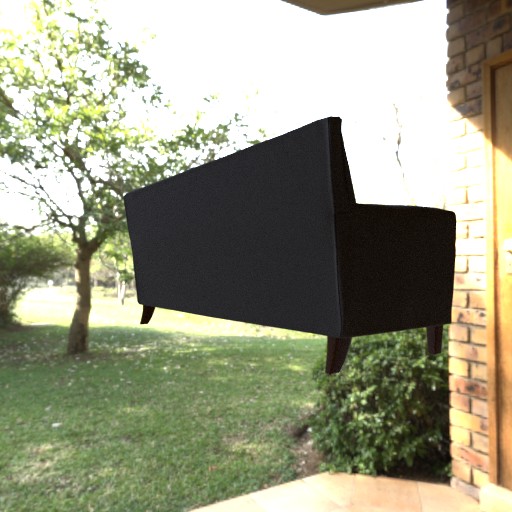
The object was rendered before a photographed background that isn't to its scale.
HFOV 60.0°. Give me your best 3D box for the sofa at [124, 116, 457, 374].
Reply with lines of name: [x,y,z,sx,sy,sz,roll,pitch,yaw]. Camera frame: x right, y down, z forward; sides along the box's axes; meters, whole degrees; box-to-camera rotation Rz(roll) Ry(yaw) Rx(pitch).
sofa: [0.000,0.000,2.511,0.843,0.907,2.002,1,-2,-36]
